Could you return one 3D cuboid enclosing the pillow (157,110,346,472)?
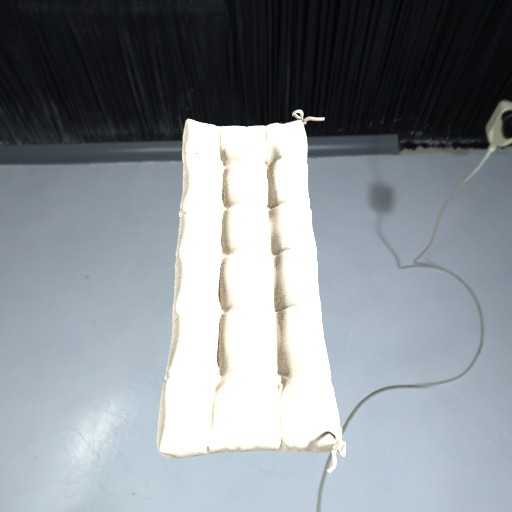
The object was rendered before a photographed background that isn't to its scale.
[{"bbox_3d":[0.000,0.000,1.350,0.511,0.174,1.194,-1,59,-1],"label":"pillow"}]
